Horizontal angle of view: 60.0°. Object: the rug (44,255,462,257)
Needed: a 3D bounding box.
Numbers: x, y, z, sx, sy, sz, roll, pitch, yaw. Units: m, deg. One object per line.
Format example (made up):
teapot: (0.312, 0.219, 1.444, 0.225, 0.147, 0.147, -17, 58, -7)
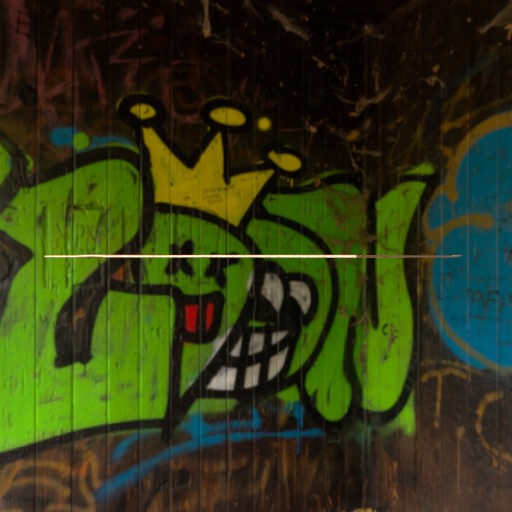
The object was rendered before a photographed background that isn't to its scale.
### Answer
rug: (0.000, 0.000, 4.124, 3.057, 0.021, 2.431, 0, 0, 37)
